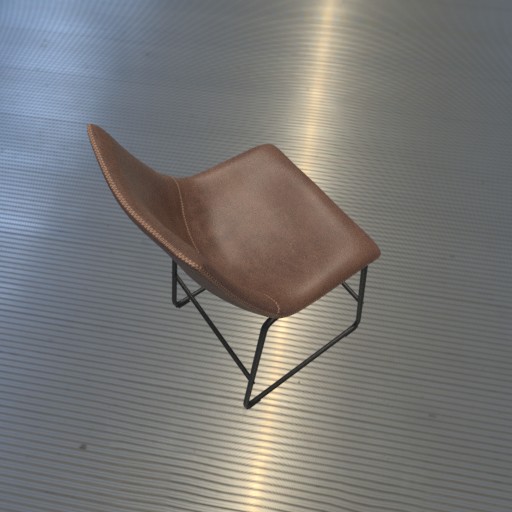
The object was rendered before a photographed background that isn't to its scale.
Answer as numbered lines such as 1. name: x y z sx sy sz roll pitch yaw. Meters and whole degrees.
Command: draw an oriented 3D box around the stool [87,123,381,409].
1. stool: 0.000 0.000 1.174 0.550 0.890 0.460 -32 64 -18
